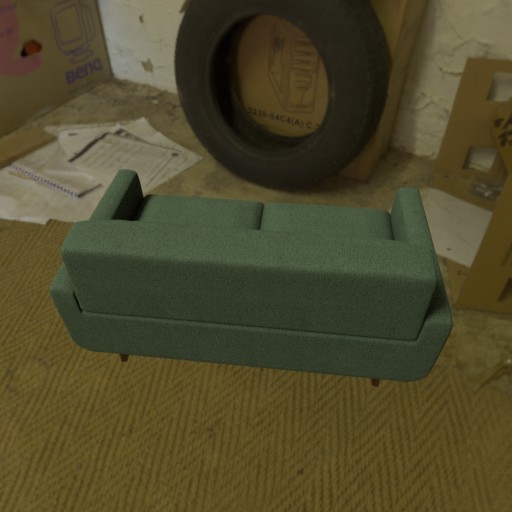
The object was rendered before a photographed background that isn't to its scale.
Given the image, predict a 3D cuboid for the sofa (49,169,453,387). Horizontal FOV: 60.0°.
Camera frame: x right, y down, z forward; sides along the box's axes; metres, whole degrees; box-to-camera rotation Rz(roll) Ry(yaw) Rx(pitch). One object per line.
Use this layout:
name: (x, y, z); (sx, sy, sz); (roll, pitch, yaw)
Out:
sofa: (0.000, 0.000, 2.173); (1.631, 0.841, 0.909); (4, 45, 4)
